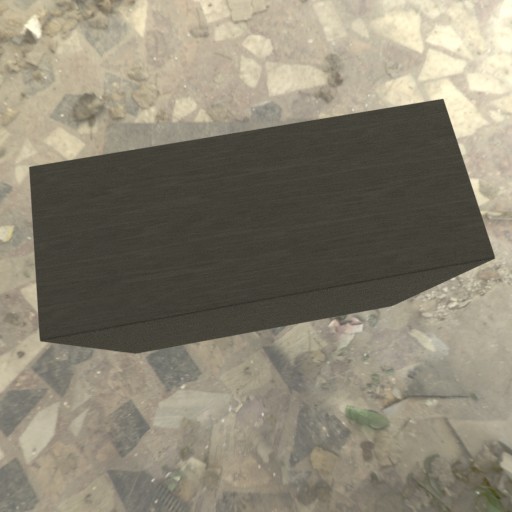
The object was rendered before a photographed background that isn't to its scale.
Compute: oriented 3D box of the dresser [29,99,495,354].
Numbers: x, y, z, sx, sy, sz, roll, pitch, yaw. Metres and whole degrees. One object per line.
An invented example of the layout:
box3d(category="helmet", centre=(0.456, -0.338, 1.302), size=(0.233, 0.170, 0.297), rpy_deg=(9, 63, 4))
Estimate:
box3d(category="dresser", centre=(0.000, 0.000, 1.393), size=(0.994, 0.816, 0.404), rpy_deg=(-10, 76, -3))
